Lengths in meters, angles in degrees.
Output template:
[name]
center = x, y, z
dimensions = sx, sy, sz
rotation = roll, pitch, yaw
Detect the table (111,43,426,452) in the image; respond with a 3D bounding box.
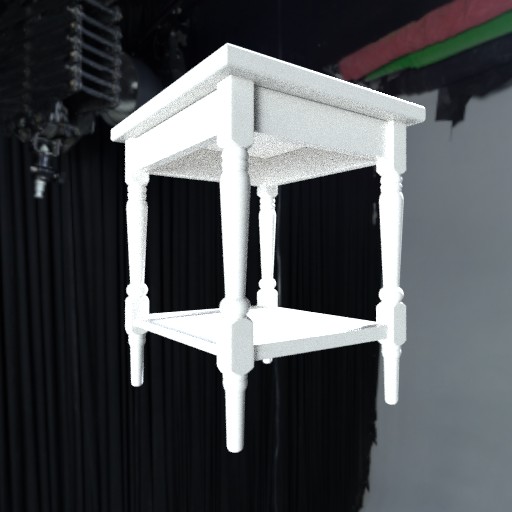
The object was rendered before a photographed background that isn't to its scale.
[table]
center = 0.000, 0.000, 0.909
dimensions = 0.442, 0.565, 0.488
rotation = 0, 0, -35
